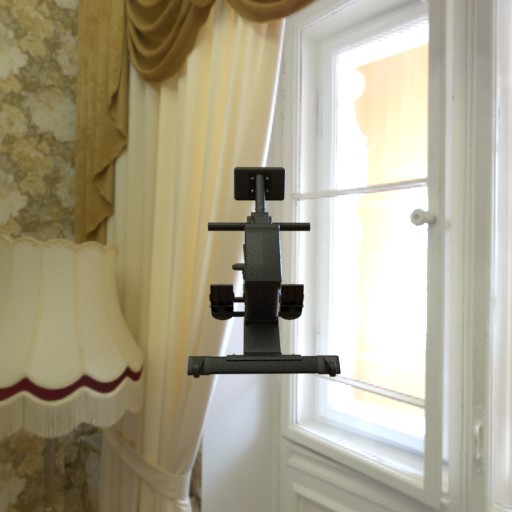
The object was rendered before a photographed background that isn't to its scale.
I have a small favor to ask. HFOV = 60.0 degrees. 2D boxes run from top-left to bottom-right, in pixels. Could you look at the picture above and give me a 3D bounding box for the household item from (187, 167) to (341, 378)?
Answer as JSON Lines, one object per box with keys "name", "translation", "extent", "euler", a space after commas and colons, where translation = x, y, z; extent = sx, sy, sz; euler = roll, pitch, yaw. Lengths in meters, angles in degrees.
{"name": "household item", "translation": [0.000, 0.000, 2.565], "extent": [0.521, 0.810, 2.251], "euler": [0, 1, -2]}
